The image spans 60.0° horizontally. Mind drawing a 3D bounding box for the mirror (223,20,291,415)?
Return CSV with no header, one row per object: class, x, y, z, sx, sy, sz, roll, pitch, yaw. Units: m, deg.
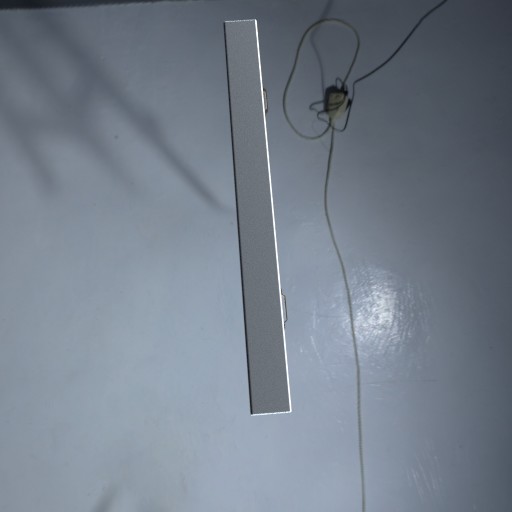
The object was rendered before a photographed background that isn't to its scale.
mirror,0.000,0.000,0.681,0.041,0.509,0.406,-4,77,-1
